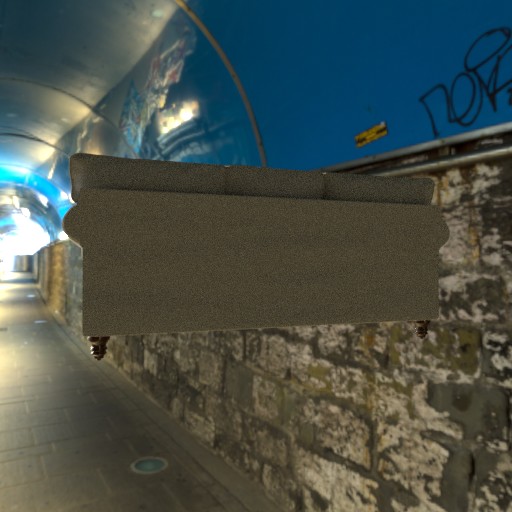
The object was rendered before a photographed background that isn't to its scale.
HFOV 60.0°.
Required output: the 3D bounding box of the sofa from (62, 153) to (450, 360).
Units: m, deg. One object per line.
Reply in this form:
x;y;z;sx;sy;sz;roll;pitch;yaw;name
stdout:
0.000;0.000;2.654;2.084;0.961;0.916;0;-1;-18;sofa
